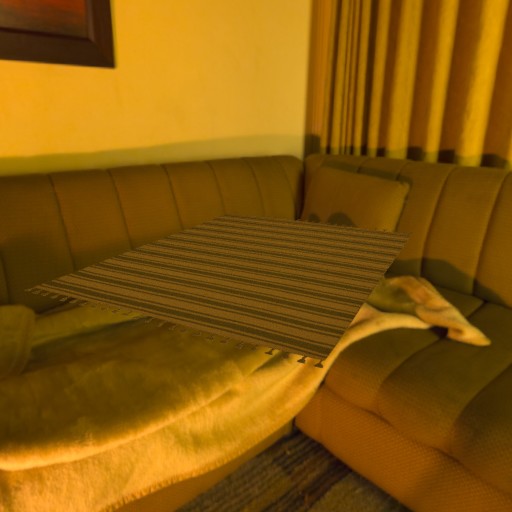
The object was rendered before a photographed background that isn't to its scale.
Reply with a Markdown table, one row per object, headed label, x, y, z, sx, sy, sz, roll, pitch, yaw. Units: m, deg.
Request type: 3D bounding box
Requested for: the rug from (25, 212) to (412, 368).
| label | x | y | z | sx | sy | sz | roll | pitch | yaw |
| --- | --- | --- | --- | --- | --- | --- | --- | --- | --- |
| rug | 0.000 | 0.000 | 4.272 | 2.439 | 0.005 | 3.201 | 9 | 20 | 26 |
